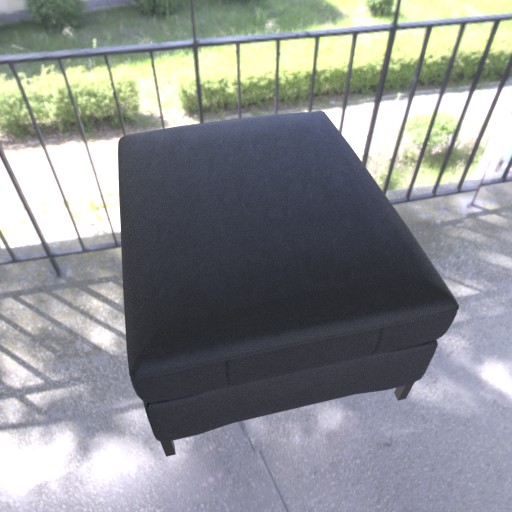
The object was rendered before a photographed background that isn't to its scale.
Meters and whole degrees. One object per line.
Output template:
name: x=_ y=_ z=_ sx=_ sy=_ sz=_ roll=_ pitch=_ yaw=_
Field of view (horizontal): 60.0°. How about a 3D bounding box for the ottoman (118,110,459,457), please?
ottoman: x=0.000 y=0.000 z=1.789 sx=0.967 sy=0.696 sz=1.187 roll=-10 pitch=47 yaw=-9
